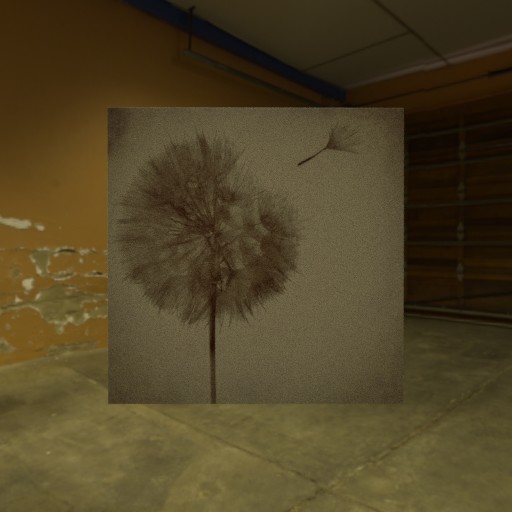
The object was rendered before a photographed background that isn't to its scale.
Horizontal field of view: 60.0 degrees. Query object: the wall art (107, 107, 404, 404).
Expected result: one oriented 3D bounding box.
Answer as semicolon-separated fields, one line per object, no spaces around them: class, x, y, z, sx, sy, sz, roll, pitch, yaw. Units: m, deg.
wall art;0.000;0.000;1.154;0.762;0.762;0.027;0;0;0
